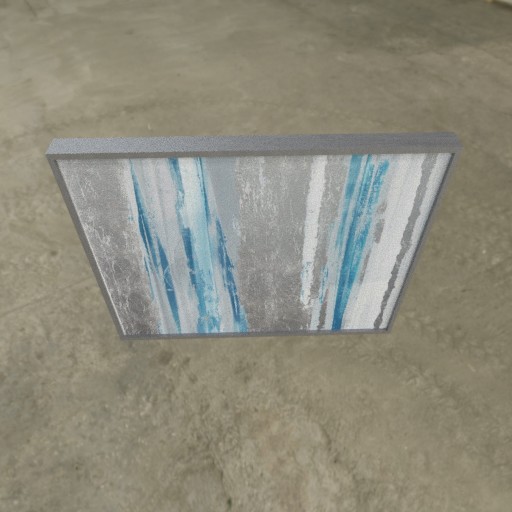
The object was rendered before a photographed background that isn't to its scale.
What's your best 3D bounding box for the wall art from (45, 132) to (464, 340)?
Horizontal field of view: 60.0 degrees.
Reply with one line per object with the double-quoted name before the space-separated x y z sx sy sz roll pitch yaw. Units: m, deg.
"wall art" 0.000 0.000 0.767 0.557 0.450 0.037 -1 47 -1
